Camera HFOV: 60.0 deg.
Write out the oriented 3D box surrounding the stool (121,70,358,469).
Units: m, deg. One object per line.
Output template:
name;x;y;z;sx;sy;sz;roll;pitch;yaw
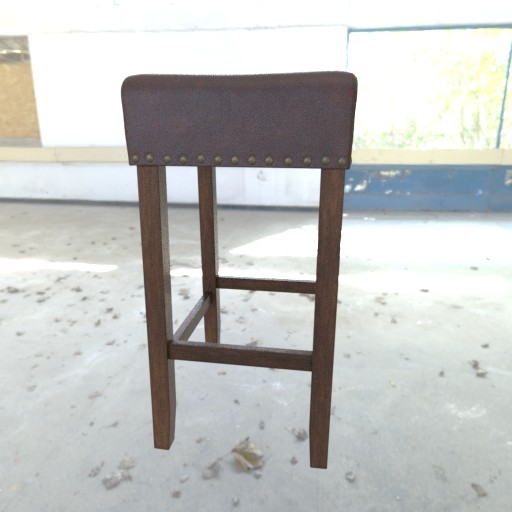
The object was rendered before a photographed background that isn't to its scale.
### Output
stool;0.000;0.000;1.043;0.401;0.769;0.465;3;17;9
